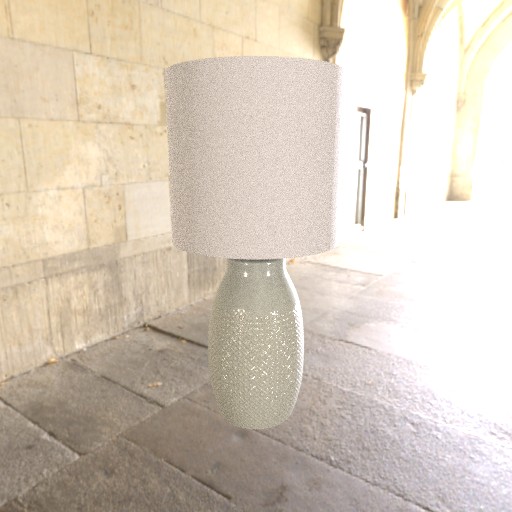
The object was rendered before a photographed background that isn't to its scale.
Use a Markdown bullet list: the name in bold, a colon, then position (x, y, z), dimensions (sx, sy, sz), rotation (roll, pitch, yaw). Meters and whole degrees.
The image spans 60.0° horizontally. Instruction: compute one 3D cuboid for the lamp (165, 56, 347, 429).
- **lamp**: position (0.000, 0.000, 0.589), dimensions (0.217, 0.453, 0.217), rotation (-2, 14, -8)
